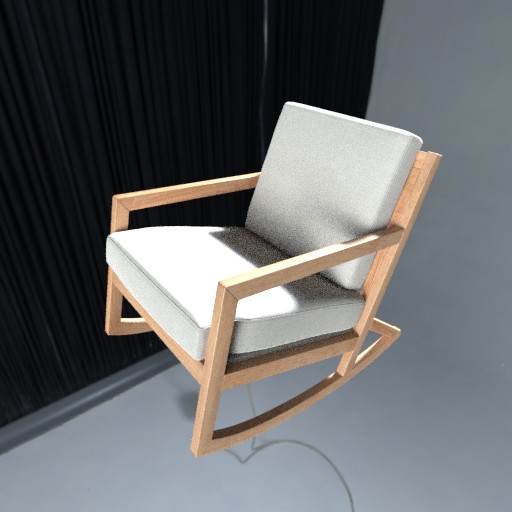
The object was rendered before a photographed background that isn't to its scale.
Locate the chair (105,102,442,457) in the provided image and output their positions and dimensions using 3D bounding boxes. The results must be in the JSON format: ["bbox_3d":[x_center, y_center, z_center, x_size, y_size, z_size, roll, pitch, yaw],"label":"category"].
[{"bbox_3d":[0.000,0.000,1.412,0.857,0.790,0.622,-21,37,-31],"label":"chair"}]
